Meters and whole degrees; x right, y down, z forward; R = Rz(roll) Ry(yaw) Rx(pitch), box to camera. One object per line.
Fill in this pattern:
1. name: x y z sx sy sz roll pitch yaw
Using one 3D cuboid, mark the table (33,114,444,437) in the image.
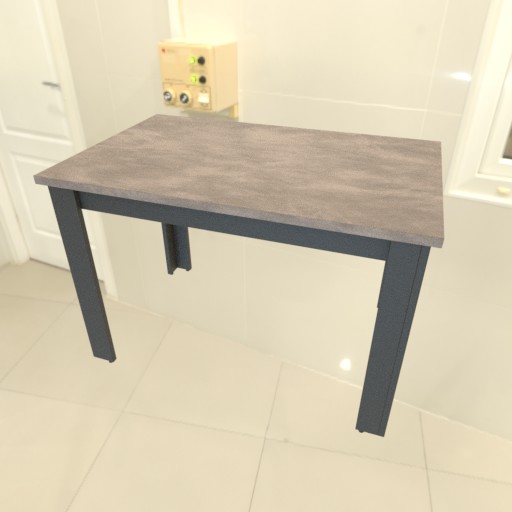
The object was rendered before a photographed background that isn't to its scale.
1. table: 0.000 0.000 1.583 1.100 0.734 0.700 10 34 16
